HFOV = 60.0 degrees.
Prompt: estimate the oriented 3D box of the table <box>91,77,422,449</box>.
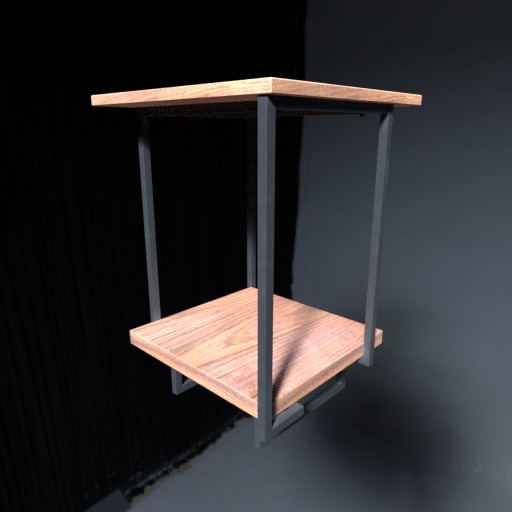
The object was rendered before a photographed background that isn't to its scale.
[{"bbox_3d":[0.000,0.000,0.830,0.411,0.567,0.384,15,22,41],"label":"table"}]
